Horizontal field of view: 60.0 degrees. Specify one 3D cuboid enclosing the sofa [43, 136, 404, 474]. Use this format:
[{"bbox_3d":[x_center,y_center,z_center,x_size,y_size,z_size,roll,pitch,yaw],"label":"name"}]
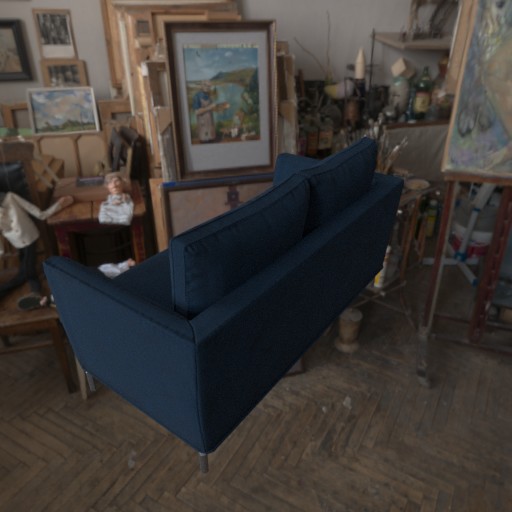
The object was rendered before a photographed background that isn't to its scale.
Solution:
[{"bbox_3d":[0.000,0.000,2.290,0.853,1.002,1.770,21,36,31],"label":"sofa"}]
